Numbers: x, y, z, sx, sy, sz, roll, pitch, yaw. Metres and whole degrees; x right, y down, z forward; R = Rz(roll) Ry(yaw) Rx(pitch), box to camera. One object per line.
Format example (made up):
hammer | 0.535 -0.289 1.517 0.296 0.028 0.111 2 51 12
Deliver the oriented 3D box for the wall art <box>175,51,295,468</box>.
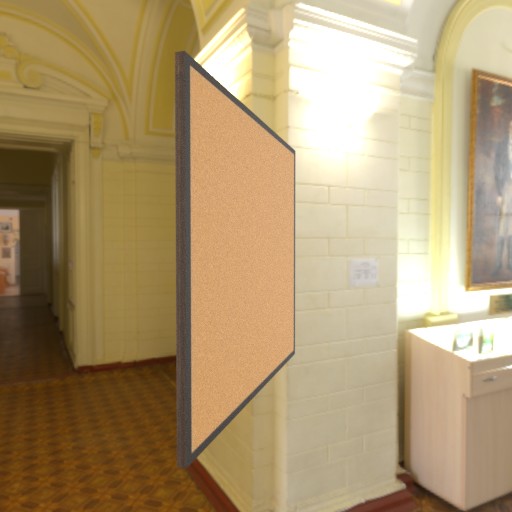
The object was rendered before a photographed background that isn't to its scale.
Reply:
wall art | 0.000 0.000 1.423 0.023 0.875 1.033 0 2 18
